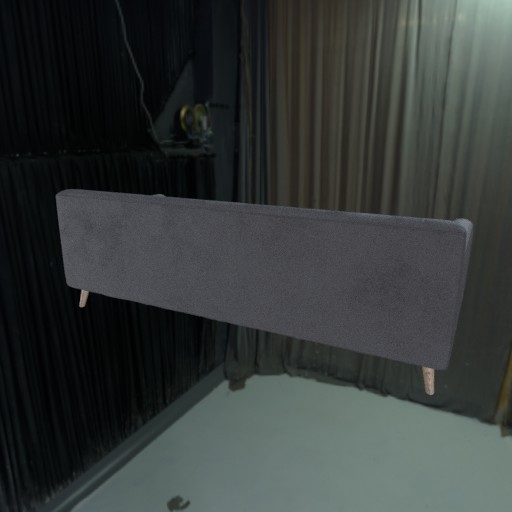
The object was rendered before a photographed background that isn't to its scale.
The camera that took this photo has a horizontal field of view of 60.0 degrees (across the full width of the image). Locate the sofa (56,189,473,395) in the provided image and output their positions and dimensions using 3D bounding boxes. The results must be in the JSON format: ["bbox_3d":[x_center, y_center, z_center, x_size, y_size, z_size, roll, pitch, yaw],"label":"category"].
[{"bbox_3d":[0.000,0.000,2.557,2.190,0.740,0.900,8,18,27],"label":"sofa"}]
